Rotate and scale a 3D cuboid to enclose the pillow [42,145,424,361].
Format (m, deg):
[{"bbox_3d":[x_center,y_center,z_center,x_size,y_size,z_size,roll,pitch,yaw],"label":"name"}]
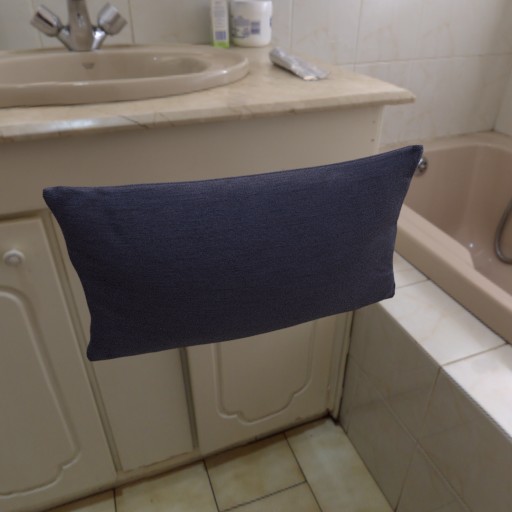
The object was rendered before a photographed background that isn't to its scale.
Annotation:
[{"bbox_3d":[0.000,0.000,0.787,0.633,0.338,0.210,-10,33,-15],"label":"pillow"}]
